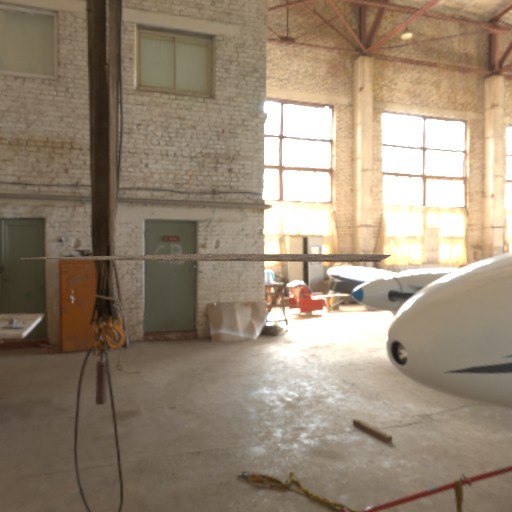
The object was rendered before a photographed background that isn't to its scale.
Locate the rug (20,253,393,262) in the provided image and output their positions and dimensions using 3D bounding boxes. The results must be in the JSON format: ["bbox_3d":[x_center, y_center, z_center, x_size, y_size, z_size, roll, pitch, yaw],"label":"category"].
[{"bbox_3d":[0.000,0.000,4.232,2.437,0.015,3.205,0,1,18],"label":"rug"}]
